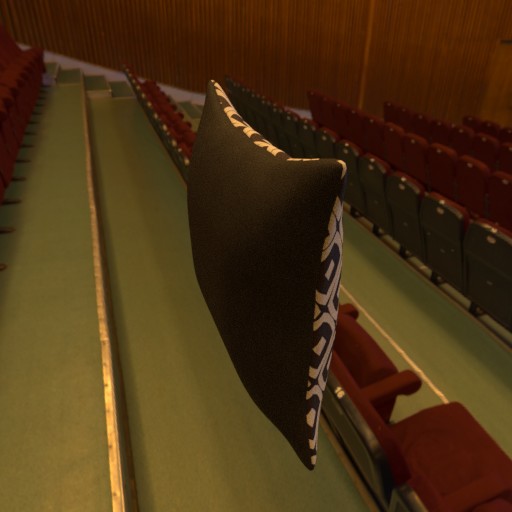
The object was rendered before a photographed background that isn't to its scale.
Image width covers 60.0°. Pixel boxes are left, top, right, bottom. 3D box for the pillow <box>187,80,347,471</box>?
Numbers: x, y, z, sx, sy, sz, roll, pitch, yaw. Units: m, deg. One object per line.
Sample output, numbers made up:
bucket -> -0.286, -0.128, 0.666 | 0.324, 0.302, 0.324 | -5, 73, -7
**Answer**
pillow -> 0.000, 0.000, 0.761 | 0.188, 0.494, 0.504 | -10, 32, -17
